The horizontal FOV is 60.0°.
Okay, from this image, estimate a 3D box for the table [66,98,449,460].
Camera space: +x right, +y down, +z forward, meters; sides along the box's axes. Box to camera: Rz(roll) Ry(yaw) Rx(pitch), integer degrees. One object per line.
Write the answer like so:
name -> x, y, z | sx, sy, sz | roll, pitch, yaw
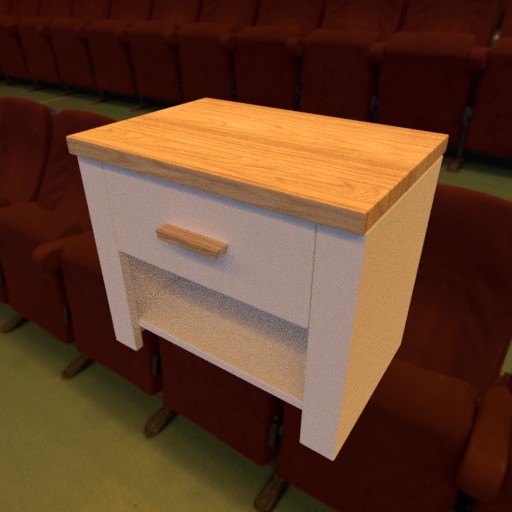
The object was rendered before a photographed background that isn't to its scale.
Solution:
table -> 0.000, 0.000, 0.811 | 0.500, 0.440, 0.360 | 19, 36, 29
